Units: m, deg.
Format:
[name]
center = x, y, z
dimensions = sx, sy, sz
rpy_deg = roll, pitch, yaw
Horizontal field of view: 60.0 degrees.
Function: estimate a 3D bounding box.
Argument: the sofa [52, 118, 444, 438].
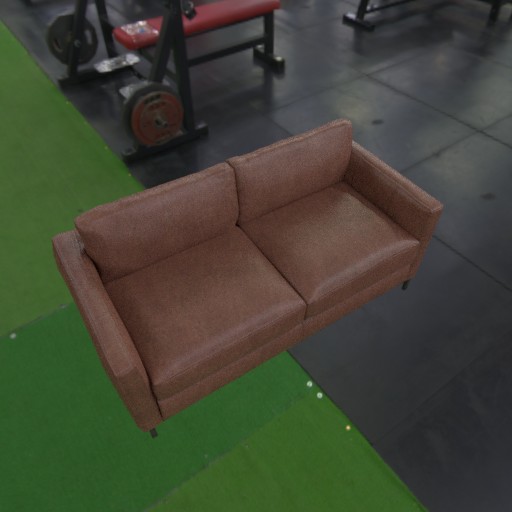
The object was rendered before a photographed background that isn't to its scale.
[sofa]
center = 0.000, 0.000, 2.337
dimensions = 1.797, 0.883, 0.899
rpy_deg = -26, 52, -22
